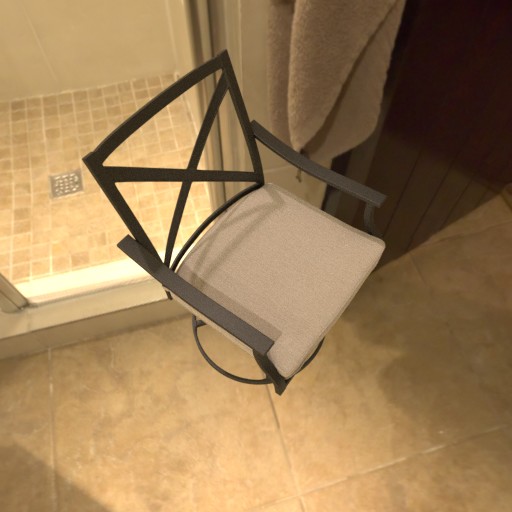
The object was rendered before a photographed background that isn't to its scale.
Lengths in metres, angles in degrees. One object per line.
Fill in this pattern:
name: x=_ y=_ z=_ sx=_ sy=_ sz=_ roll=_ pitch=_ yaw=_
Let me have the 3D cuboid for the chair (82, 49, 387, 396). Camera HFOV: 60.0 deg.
chair: x=0.000 y=0.000 z=1.352 sx=0.620 sy=0.889 sz=0.575 roll=33 pitch=64 yaw=18
